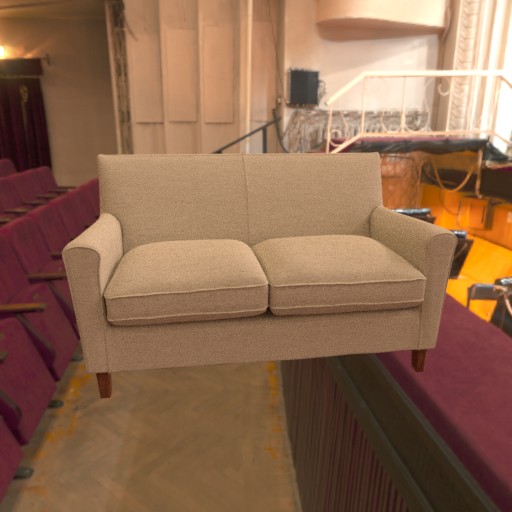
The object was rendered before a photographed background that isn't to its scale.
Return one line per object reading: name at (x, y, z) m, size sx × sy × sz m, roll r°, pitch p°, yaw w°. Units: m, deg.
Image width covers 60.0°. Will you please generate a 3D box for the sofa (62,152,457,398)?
sofa at (0.000, 0.000, 2.044) m, size 1.482 × 0.892 × 0.891 m, roll -2°, pitch 16°, yaw -8°
